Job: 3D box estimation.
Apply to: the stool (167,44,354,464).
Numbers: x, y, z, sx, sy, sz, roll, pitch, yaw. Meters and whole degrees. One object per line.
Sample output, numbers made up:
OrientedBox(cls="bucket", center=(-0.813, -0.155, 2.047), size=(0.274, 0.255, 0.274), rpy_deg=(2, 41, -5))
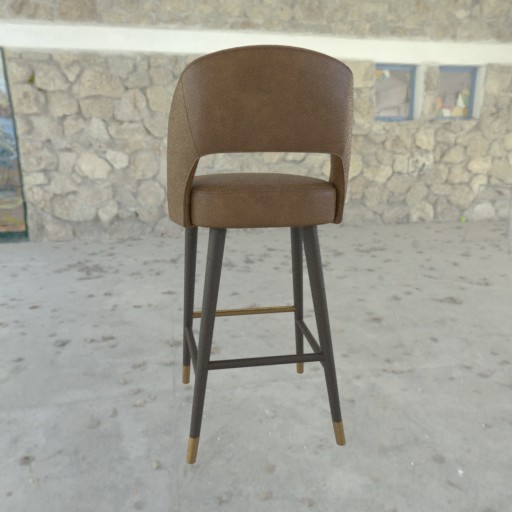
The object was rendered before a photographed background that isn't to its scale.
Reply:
OrientedBox(cls="stool", center=(0.000, 0.000, 1.297), size=(0.494, 1.037, 0.509), rpy_deg=(-2, 13, -10))
